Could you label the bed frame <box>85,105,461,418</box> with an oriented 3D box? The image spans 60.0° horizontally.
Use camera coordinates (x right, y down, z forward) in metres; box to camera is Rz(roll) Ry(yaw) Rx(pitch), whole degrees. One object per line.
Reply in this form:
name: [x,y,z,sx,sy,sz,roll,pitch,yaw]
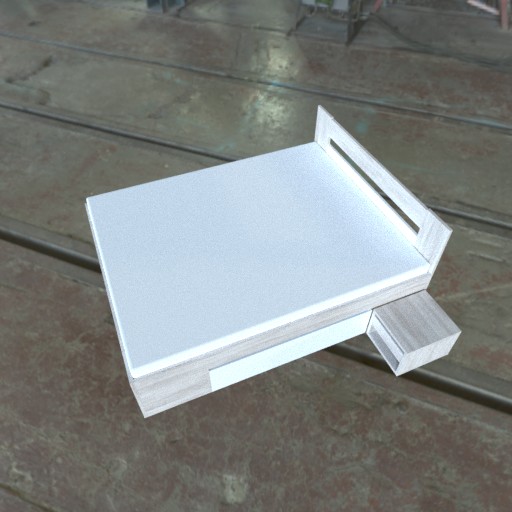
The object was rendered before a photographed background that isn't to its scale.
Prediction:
bed frame: [0.000,0.000,3.130,2.050,0.860,2.040,-17,49,-16]
